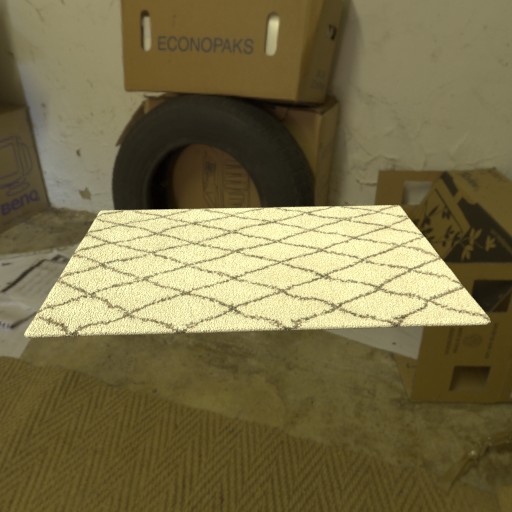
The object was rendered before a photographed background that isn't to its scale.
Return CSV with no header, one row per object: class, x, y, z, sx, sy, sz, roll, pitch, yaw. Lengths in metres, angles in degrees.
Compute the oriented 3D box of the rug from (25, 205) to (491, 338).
rug,0.000,0.000,2.956,2.438,0.030,1.524,-1,30,-2
